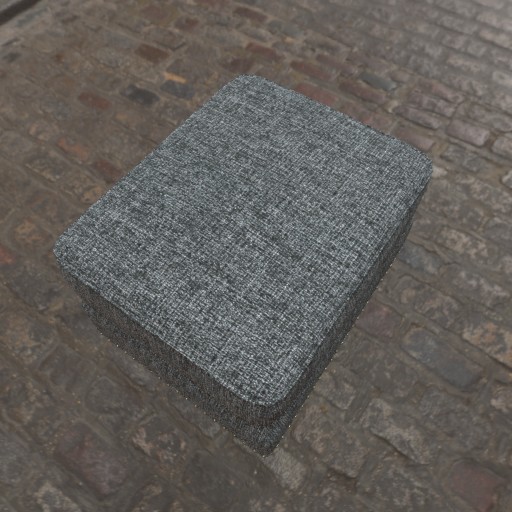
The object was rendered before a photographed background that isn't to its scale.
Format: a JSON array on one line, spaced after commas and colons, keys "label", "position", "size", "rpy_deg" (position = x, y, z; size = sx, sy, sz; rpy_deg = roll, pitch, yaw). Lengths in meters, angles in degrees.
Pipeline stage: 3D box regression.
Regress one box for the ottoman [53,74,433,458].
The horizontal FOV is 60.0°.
[{"label": "ottoman", "position": [0.000, 0.000, 1.141], "size": [0.589, 0.537, 0.738], "rpy_deg": [31, 65, 17]}]
